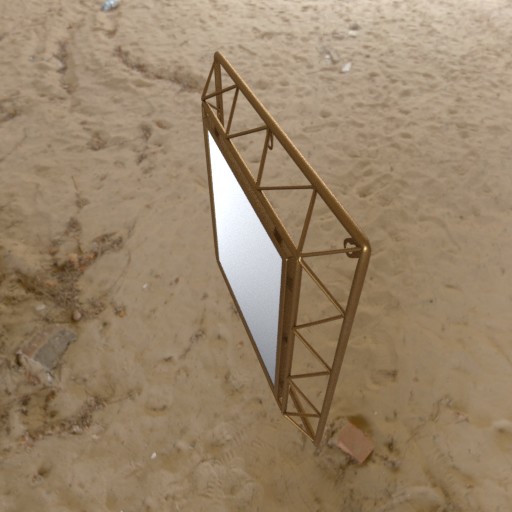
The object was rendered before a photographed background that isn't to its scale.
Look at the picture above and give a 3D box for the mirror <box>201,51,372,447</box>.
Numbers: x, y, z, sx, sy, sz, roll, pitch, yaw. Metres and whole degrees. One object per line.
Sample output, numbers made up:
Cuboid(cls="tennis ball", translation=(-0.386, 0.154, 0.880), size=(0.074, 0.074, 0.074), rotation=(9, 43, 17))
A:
Cuboid(cls="mirror", translation=(0.000, 0.000, 0.624), size=(0.046, 0.414, 0.416), rotation=(-15, 48, -14))
